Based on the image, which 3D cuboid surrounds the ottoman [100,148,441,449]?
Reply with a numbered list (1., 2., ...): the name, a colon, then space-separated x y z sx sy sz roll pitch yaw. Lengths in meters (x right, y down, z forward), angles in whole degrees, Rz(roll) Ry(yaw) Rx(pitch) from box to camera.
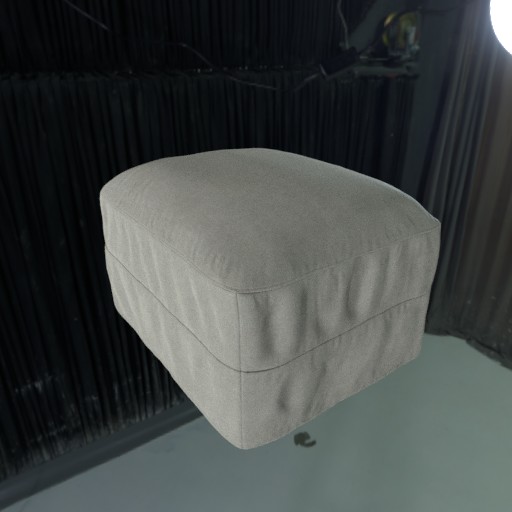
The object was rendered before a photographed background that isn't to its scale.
1. ottoman: 0.000 0.000 1.117 0.584 0.480 0.712 -18 31 -32
